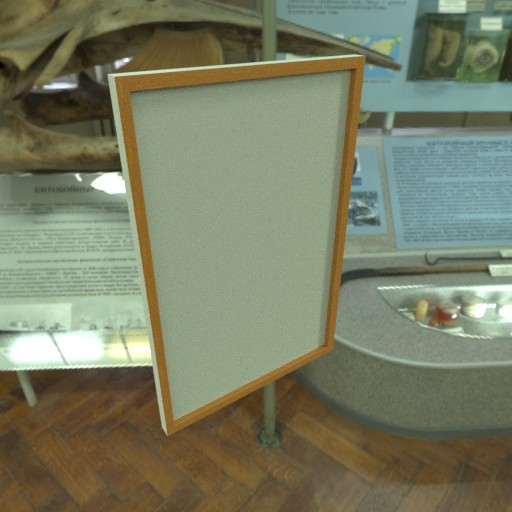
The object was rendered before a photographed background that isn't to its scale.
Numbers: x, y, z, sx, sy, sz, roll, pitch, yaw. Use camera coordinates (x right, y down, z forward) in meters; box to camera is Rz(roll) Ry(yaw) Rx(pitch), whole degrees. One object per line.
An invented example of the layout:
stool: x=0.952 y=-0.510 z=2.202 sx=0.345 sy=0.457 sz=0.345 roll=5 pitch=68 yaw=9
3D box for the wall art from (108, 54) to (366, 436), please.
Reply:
wall art: x=0.000 y=0.000 z=0.758 sx=0.405 sy=0.608 sz=0.025 roll=-19 pitch=35 yaw=-30
